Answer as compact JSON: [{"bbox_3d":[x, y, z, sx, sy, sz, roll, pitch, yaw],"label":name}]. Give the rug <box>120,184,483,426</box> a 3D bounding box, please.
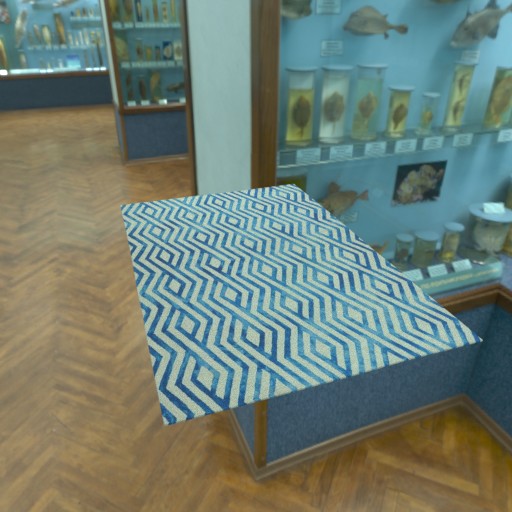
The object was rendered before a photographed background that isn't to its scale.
[{"bbox_3d":[0.000,0.000,2.284,1.225,0.008,1.830,-10,31,-17],"label":"rug"}]
